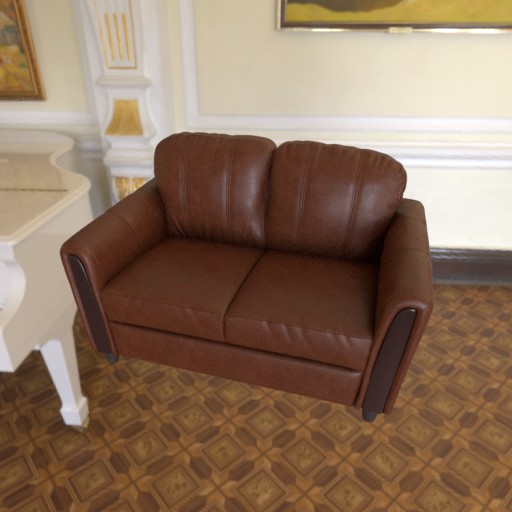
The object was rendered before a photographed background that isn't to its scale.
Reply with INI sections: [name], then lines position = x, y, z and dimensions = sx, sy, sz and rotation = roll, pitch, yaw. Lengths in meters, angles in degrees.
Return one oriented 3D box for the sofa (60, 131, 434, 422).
[sofa]
position = 0.000, 0.000, 1.948
dimensions = 1.406, 0.906, 0.805
rotation = 8, 28, 15
